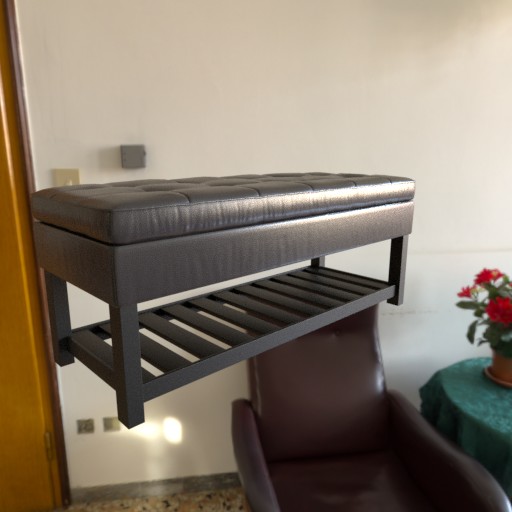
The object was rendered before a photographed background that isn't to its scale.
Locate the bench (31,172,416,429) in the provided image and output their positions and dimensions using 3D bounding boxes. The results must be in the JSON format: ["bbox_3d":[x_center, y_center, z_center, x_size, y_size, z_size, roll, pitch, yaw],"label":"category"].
[{"bbox_3d":[0.000,0.000,1.323,1.105,0.460,0.432,-12,18,-42],"label":"bench"}]
